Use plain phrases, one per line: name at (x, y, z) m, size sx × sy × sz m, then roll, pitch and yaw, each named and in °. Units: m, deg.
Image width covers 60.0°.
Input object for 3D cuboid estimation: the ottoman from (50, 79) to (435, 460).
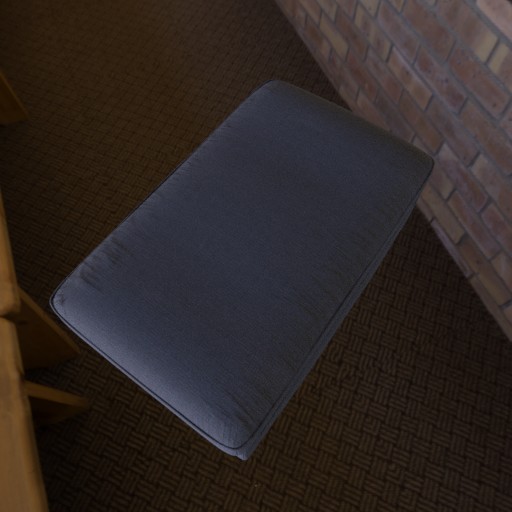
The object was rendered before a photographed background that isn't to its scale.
ottoman at (0.000, 0.000, 1.209) m, size 0.570 × 0.438 × 0.885 m, roll 33°, pitch 67°, yaw 16°
